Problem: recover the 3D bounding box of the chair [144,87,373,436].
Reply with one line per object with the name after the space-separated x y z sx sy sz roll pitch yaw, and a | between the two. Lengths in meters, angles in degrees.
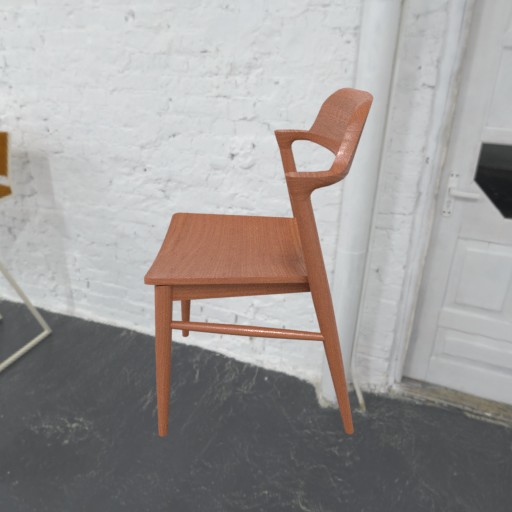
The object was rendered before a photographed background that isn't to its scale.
0.000 0.000 1.150 0.499 0.801 0.496 0 26 0 | chair
